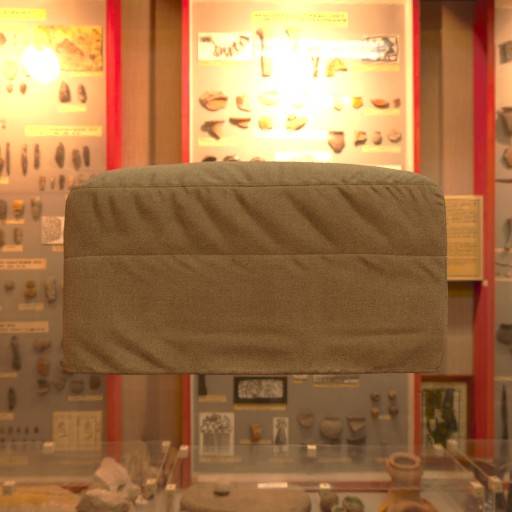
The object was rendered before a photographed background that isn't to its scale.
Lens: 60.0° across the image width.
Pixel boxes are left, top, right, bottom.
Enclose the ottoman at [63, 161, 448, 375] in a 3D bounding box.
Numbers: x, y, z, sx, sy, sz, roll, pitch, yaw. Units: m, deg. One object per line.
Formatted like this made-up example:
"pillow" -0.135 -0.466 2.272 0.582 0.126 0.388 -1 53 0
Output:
"ottoman" 0.000 0.000 1.233 0.837 0.481 0.683 0 1 0
